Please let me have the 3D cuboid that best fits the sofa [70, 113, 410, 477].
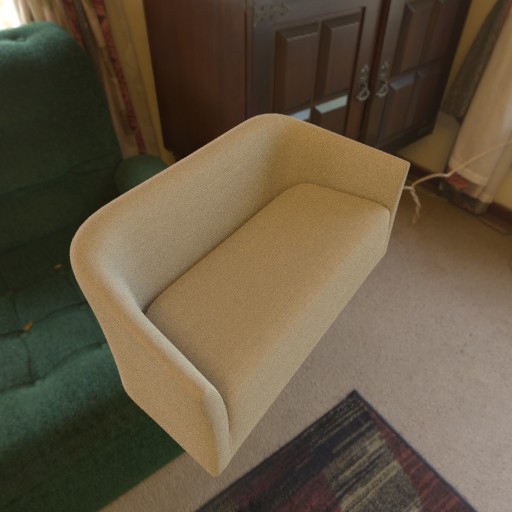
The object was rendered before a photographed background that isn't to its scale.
[{"bbox_3d":[0.000,0.000,1.853,0.705,0.721,1.452,25,48,26],"label":"sofa"}]
